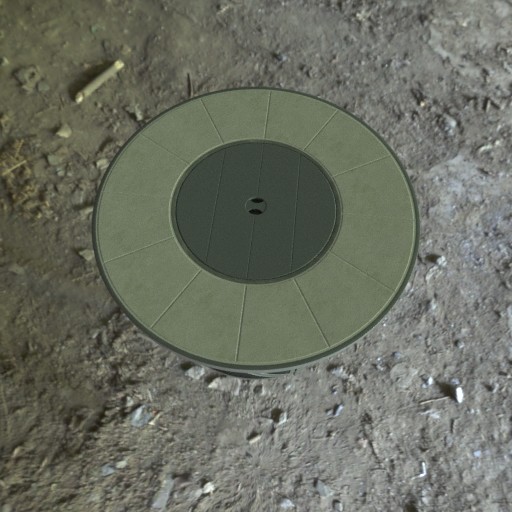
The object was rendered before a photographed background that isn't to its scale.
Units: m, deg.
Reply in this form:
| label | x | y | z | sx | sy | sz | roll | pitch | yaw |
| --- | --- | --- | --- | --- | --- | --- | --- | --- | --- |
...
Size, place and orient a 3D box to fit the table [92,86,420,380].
| label | x | y | z | sx | sy | sz | roll | pitch | yaw |
| --- | --- | --- | --- | --- | --- | --- | --- | --- | --- |
| table | 0.000 | 0.000 | 1.540 | 0.914 | 0.650 | 0.914 | 0 | 64 | 0 |
